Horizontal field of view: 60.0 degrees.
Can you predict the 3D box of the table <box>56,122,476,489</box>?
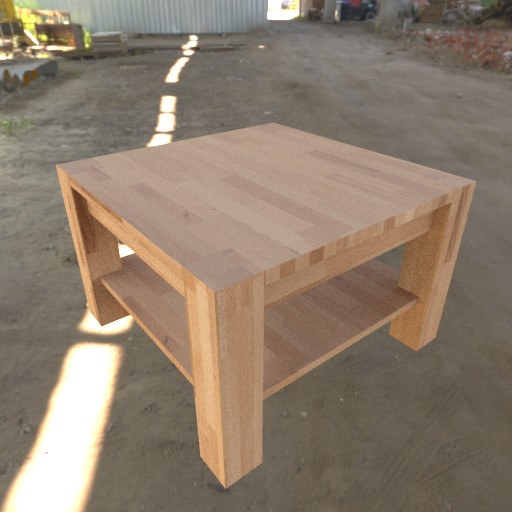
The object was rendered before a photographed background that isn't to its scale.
[{"bbox_3d":[0.000,0.000,1.150,0.700,0.451,0.700,-22,36,-33],"label":"table"}]
